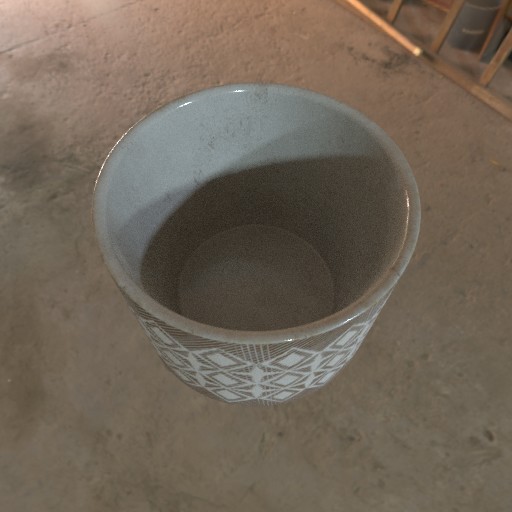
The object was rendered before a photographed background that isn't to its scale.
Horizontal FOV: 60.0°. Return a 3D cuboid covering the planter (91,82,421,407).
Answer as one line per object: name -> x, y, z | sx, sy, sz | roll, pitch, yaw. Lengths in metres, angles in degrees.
planter -> 0.000, 0.000, 0.217 | 0.126, 0.104, 0.126 | 0, 59, 0
